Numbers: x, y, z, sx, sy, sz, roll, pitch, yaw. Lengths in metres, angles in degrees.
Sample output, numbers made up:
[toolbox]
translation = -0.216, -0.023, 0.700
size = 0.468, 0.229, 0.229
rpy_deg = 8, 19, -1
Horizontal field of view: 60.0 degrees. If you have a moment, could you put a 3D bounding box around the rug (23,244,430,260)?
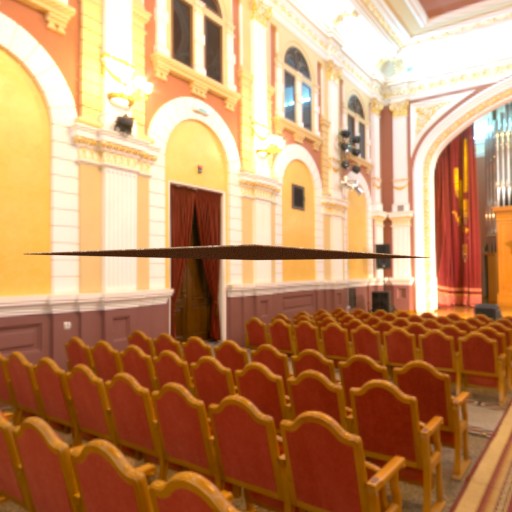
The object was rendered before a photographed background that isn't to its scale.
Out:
[rug]
translation = 0.000, 0.000, 4.375
size = 2.438, 0.010, 3.353
rpy_deg = -1, -2, 36
